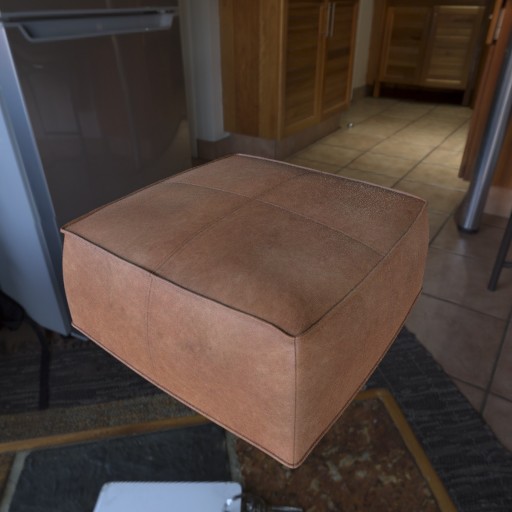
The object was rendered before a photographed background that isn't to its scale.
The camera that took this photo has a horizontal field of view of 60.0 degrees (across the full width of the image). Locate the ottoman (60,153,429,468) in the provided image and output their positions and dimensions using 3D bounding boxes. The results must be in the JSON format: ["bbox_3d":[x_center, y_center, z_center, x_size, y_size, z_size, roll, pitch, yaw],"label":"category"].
[{"bbox_3d":[0.000,0.000,1.399,0.901,0.395,0.902,21,37,30],"label":"ottoman"}]
